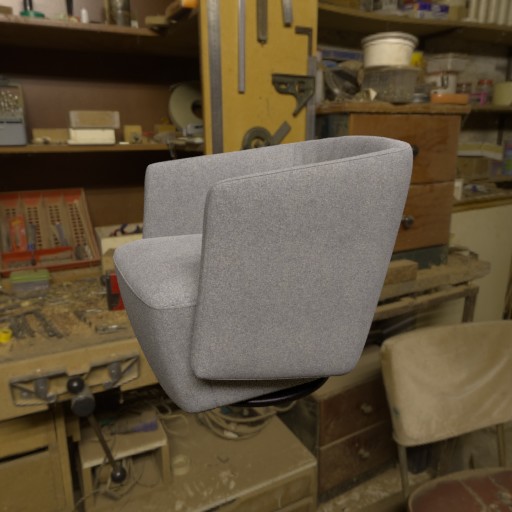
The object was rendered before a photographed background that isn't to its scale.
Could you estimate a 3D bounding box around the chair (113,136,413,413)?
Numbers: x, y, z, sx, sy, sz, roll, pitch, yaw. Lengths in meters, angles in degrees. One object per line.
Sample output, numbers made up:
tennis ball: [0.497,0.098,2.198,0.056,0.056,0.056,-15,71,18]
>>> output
chair: [0.000,0.000,1.650,0.986,0.861,0.822,-7,17,-24]
